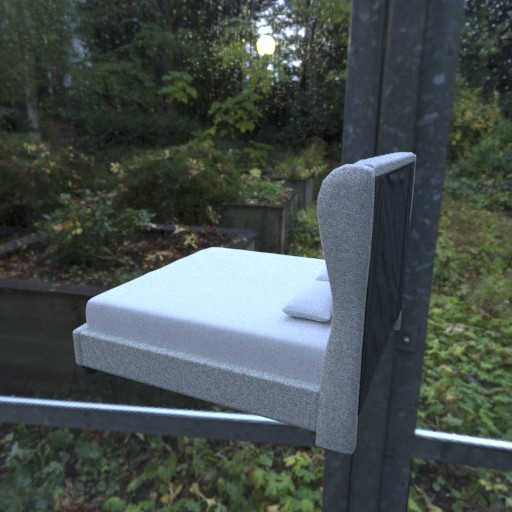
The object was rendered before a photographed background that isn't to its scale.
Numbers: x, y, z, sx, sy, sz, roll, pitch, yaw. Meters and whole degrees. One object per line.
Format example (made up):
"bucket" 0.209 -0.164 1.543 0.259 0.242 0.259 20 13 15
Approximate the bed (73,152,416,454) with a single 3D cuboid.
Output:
"bed" 0.000 0.000 3.933 2.347 1.771 2.219 7 17 24
